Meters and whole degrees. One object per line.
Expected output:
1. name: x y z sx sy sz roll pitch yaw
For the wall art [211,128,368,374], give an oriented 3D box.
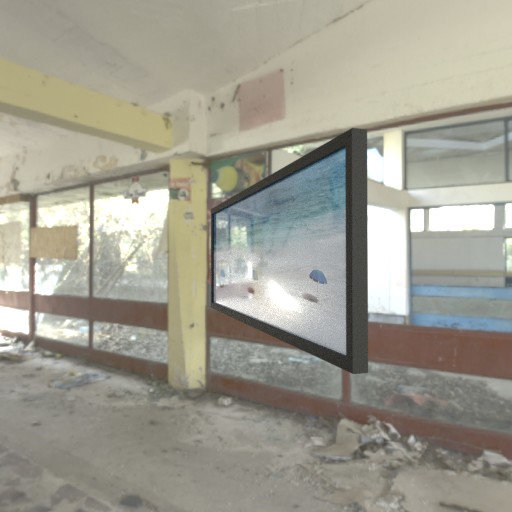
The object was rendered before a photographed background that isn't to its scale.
1. wall art: 0.000 0.000 1.752 0.041 0.554 1.572 0 -1 -17
